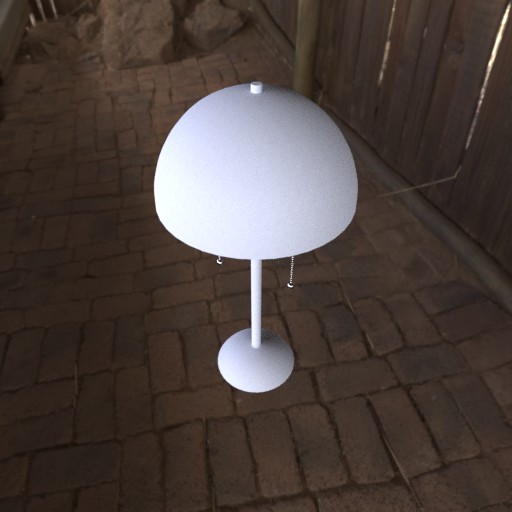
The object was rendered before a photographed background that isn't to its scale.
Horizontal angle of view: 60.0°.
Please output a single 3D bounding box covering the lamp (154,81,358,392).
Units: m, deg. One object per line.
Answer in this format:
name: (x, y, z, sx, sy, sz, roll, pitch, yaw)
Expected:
lamp: (0.000, 0.000, 0.428, 0.171, 0.330, 0.171, 0, 41, 0)
